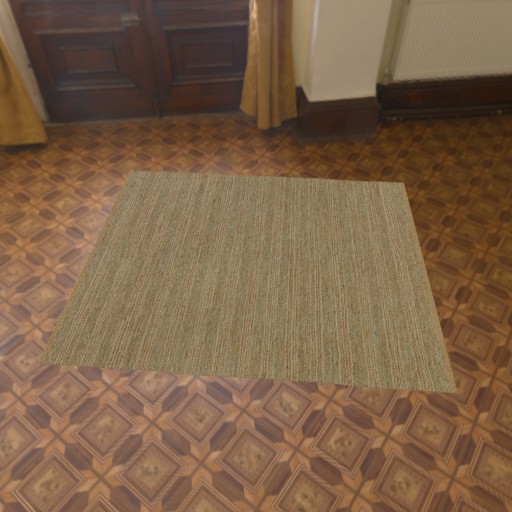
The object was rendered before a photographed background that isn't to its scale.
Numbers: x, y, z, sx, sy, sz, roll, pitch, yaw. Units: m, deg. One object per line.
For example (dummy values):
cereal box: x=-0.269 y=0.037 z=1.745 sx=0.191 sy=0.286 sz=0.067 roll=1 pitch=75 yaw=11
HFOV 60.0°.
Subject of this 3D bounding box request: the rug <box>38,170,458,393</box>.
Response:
rug: x=0.000 y=0.000 z=4.045 sx=3.034 sy=0.012 sz=2.471 roll=3 pitch=46 yaw=3
